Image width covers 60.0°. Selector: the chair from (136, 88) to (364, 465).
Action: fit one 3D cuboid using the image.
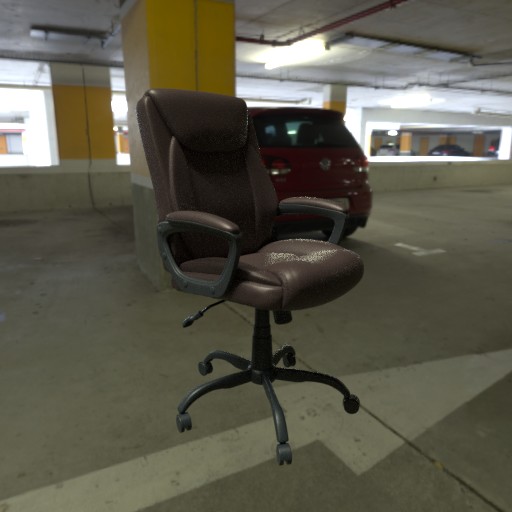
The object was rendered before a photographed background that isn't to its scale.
[{"bbox_3d":[0.000,0.000,1.470,0.655,1.072,0.615,13,18,42],"label":"chair"}]
